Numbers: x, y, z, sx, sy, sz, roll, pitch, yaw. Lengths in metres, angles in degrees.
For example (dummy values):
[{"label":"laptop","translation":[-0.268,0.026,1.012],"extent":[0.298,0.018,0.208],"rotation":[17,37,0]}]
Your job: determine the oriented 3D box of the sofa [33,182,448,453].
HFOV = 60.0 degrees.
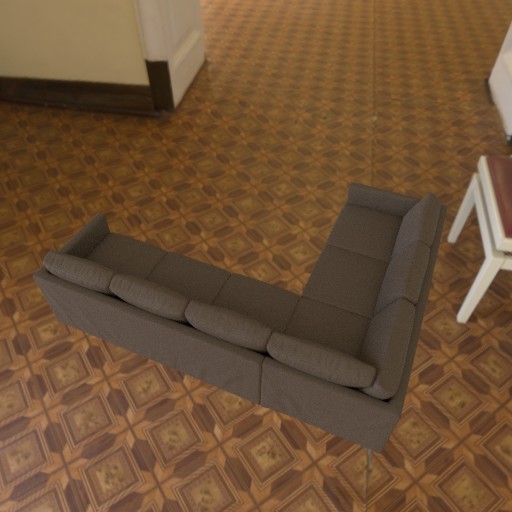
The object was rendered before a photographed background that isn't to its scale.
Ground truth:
[{"label":"sofa","translation":[0.000,0.000,4.329],"extent":[3.182,0.871,2.432],"rotation":[18,49,16]}]
